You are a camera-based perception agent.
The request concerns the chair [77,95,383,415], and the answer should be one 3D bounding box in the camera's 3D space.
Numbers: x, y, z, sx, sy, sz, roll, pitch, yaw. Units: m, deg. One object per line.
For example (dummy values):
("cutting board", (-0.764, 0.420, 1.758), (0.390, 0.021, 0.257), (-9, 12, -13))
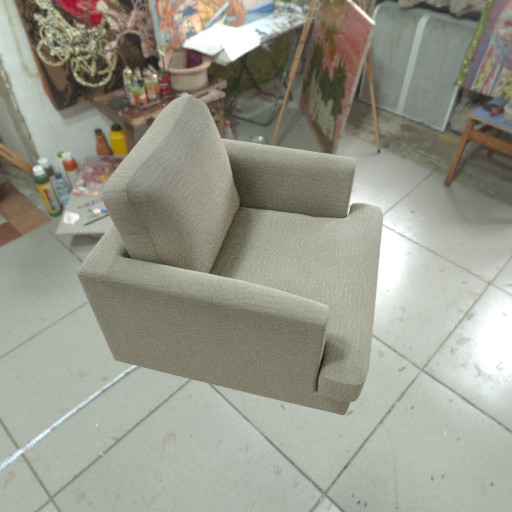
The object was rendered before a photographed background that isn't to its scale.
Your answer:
("chair", (0.000, 0.000, 1.656), (0.899, 0.957, 0.858), (11, 47, 10))
